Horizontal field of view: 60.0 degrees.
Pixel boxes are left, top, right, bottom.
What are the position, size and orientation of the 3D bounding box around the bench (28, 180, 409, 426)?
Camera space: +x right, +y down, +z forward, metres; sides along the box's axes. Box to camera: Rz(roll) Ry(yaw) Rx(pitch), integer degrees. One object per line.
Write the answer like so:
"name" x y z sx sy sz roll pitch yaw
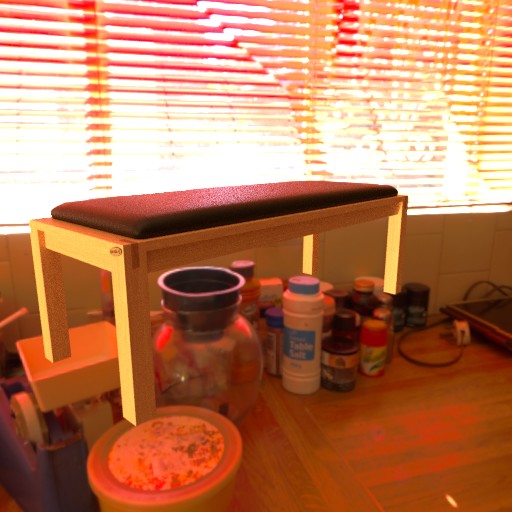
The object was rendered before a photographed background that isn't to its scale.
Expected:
"bench" 0.000 0.000 1.431 0.450 0.430 1.202 13 19 42
